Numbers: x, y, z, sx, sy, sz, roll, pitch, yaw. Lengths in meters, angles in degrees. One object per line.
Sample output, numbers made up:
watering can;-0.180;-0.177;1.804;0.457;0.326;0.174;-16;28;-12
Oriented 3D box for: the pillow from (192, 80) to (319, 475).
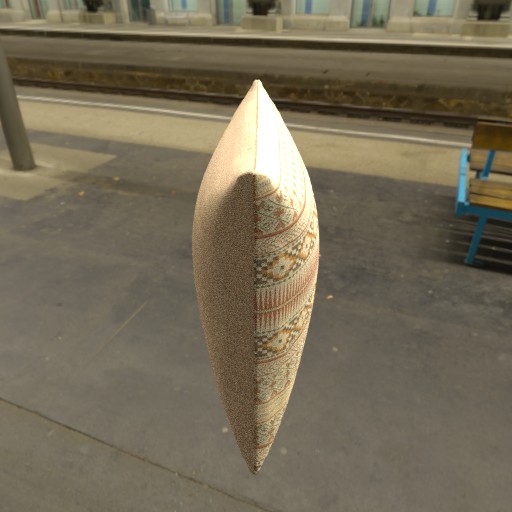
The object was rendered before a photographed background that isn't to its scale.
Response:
pillow;0.000;0.000;0.802;0.215;0.519;0.521;0;31;0
